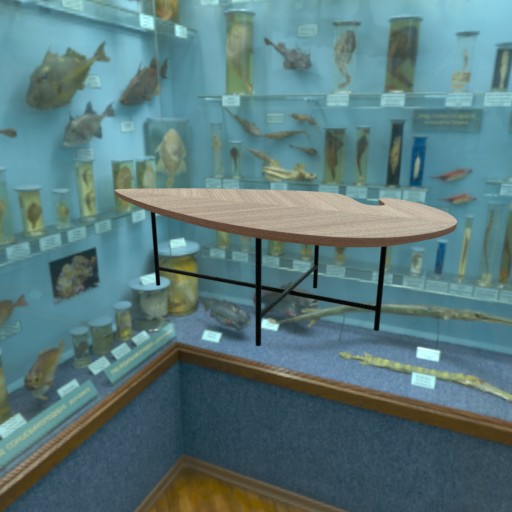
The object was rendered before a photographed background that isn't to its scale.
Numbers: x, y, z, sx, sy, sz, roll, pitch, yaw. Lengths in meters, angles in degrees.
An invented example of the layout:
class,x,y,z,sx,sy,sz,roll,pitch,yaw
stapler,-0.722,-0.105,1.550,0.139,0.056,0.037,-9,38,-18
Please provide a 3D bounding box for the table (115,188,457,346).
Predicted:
class,x,y,z,sx,sy,sz,roll,pitch,yaw
table,0.000,0.000,1.492,1.199,0.360,0.598,9,20,25
